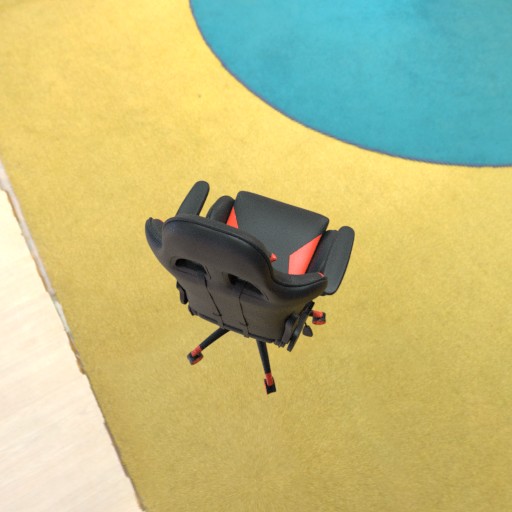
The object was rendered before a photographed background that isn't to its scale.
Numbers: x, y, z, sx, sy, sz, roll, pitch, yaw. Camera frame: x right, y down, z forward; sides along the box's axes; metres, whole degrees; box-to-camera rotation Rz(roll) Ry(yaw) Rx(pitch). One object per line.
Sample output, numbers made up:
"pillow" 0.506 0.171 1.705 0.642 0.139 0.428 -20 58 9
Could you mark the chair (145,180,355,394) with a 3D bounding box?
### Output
"chair" 0.000 0.000 1.698 0.695 1.282 0.730 19 64 9
